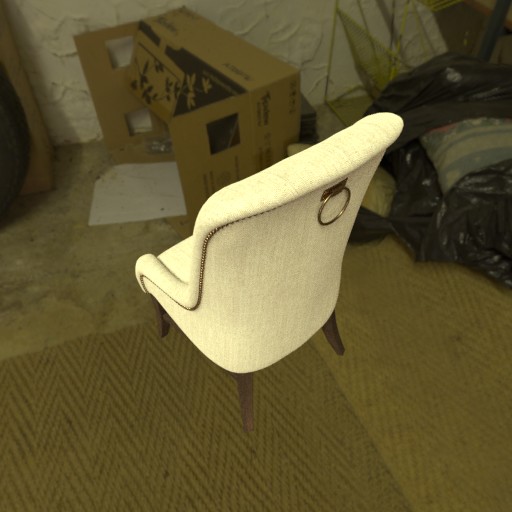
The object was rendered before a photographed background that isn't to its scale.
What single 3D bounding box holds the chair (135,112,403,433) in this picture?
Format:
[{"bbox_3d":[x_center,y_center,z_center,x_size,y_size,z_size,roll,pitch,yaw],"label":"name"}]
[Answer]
[{"bbox_3d":[0.000,0.000,1.474,0.634,1.091,0.629,-31,54,-26],"label":"chair"}]
